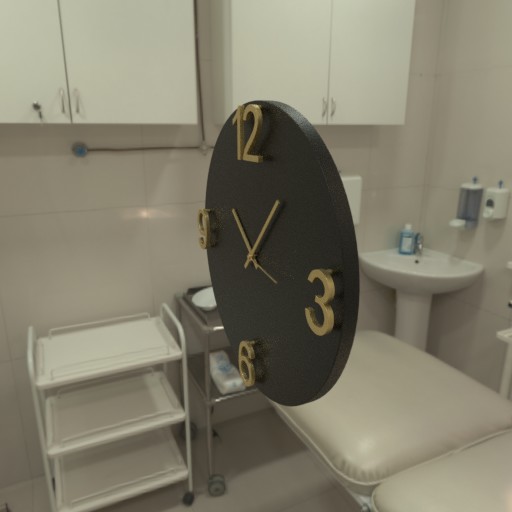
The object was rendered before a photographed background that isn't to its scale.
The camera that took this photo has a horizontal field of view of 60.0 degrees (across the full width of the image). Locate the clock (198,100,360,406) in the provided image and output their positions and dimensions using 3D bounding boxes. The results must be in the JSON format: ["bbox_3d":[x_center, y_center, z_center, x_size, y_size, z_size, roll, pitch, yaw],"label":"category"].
[{"bbox_3d":[0.000,0.000,0.684,0.038,0.454,0.454,-8,18,-25],"label":"clock"}]
